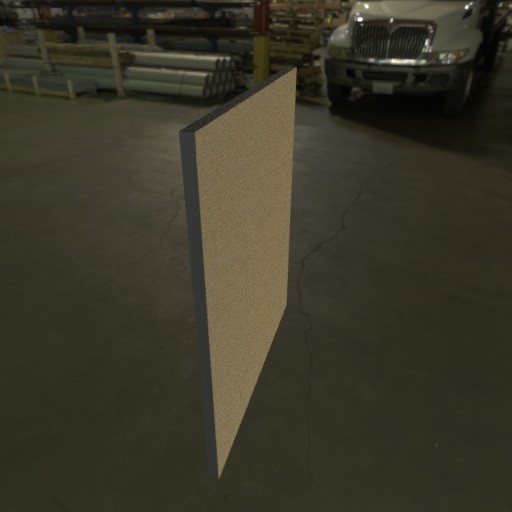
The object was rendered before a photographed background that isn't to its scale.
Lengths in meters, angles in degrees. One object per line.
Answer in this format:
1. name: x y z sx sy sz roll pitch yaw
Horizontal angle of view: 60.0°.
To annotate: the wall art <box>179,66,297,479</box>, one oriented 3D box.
1. wall art: 0.000 0.000 1.206 0.028 0.863 0.755 8 31 14
